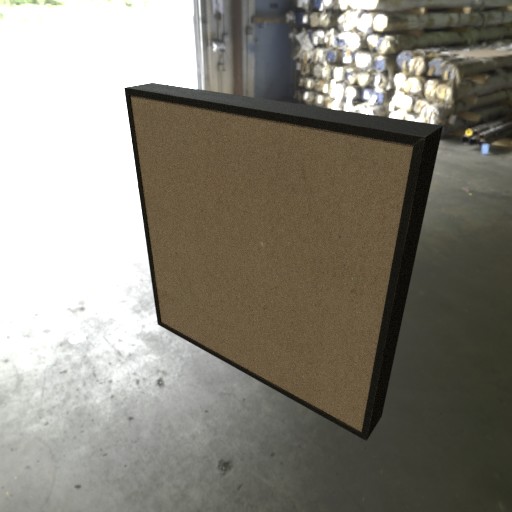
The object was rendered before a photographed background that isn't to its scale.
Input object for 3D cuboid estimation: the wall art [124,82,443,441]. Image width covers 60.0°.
[{"bbox_3d":[0.000,0.000,0.458,0.305,0.305,0.038,21,36,31],"label":"wall art"}]
